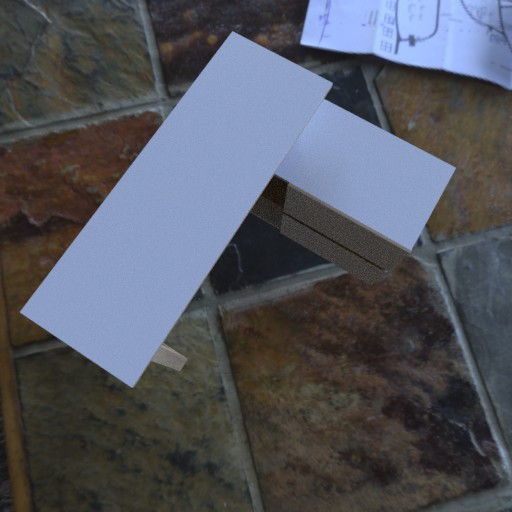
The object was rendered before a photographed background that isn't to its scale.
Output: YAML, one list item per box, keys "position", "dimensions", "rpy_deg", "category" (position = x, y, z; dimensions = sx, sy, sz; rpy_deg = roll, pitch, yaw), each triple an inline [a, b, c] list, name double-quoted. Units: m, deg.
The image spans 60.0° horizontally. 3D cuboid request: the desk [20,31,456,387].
- position: [0.000, 0.000, 2.010]
  dimensions: [1.098, 0.755, 1.404]
  rpy_deg: [31, 77, 8]
  category: "desk"
